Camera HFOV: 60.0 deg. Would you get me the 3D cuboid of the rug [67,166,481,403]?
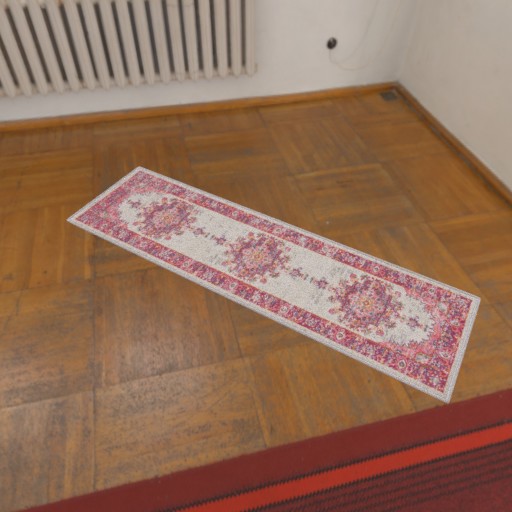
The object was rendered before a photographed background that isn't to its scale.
[{"bbox_3d":[0.000,0.000,2.481,2.294,0.011,0.666,23,50,21],"label":"rug"}]
